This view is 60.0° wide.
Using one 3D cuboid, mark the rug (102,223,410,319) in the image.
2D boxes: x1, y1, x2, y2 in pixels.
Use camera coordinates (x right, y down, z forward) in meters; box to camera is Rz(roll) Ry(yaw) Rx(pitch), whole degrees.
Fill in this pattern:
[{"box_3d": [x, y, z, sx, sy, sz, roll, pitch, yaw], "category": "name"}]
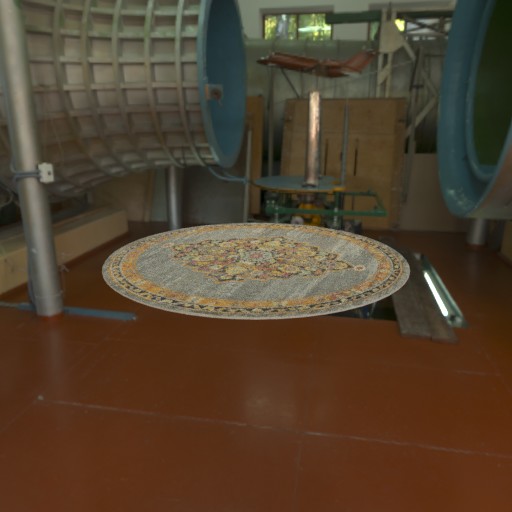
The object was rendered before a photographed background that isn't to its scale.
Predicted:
[{"box_3d": [0.000, 0.000, 2.424, 1.598, 0.010, 1.598, 0, 17, 0], "category": "rug"}]
